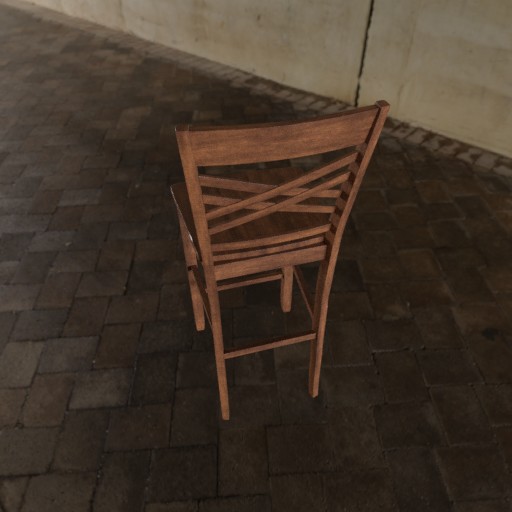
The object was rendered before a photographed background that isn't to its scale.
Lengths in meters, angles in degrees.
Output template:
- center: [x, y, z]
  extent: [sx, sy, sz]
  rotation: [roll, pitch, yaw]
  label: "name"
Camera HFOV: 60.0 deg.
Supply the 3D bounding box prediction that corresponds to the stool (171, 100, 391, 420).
- center: [0.000, 0.000, 1.376]
  extent: [0.433, 1.105, 0.487]
  rotation: [-11, 43, -12]
  label: "stool"
